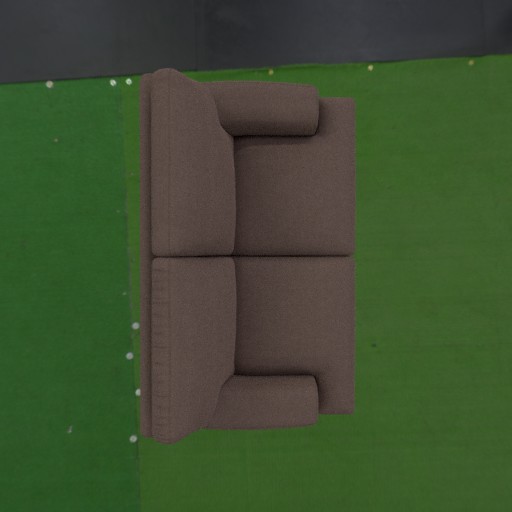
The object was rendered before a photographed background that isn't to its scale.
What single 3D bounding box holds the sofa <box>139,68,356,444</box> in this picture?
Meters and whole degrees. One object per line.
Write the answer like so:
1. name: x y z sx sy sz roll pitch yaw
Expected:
1. sofa: 0.000 0.000 2.465 1.140 0.950 1.869 0 91 1
